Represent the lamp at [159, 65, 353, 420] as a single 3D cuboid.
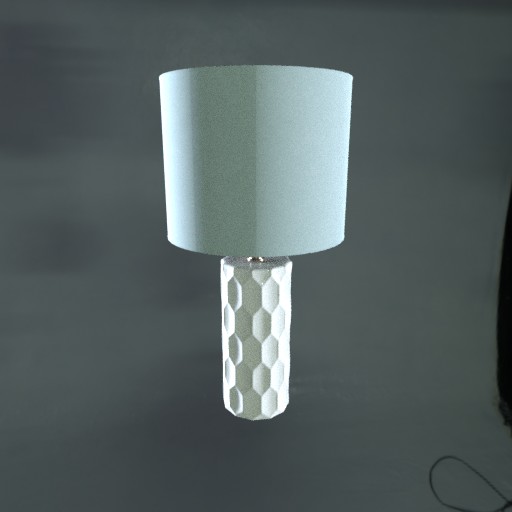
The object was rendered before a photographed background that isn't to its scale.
[{"bbox_3d":[0.000,0.000,0.717,0.277,0.534,0.277,-2,16,-9],"label":"lamp"}]
